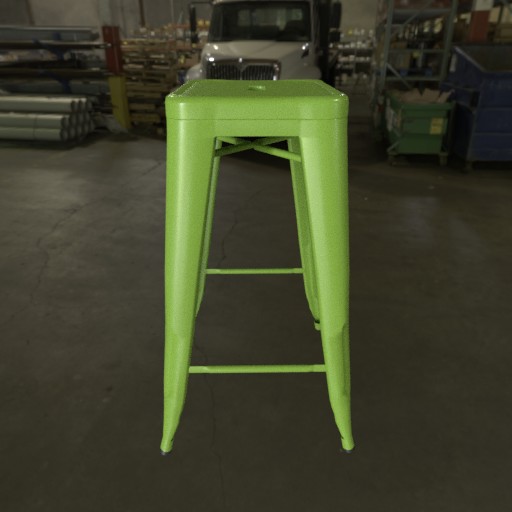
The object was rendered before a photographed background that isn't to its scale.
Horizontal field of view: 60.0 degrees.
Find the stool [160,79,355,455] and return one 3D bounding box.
[{"bbox_3d":[0.000,0.000,0.847,0.358,0.609,0.398,0,26,-1],"label":"stool"}]
